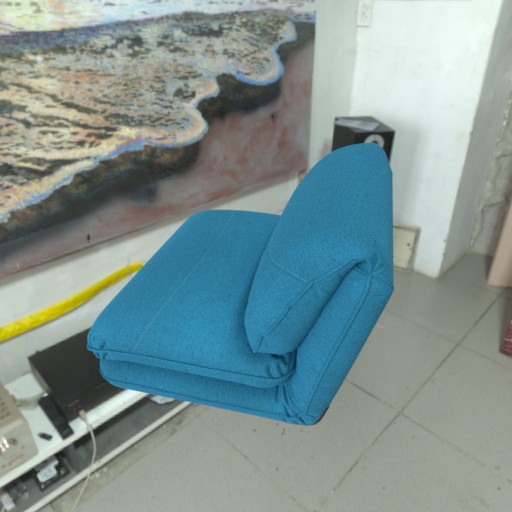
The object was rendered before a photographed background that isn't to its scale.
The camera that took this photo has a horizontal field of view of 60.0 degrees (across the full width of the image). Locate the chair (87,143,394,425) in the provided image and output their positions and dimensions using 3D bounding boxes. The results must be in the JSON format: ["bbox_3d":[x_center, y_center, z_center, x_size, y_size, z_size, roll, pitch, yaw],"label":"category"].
[{"bbox_3d":[0.000,0.000,1.394,0.780,0.580,0.820,7,31,13],"label":"chair"}]
